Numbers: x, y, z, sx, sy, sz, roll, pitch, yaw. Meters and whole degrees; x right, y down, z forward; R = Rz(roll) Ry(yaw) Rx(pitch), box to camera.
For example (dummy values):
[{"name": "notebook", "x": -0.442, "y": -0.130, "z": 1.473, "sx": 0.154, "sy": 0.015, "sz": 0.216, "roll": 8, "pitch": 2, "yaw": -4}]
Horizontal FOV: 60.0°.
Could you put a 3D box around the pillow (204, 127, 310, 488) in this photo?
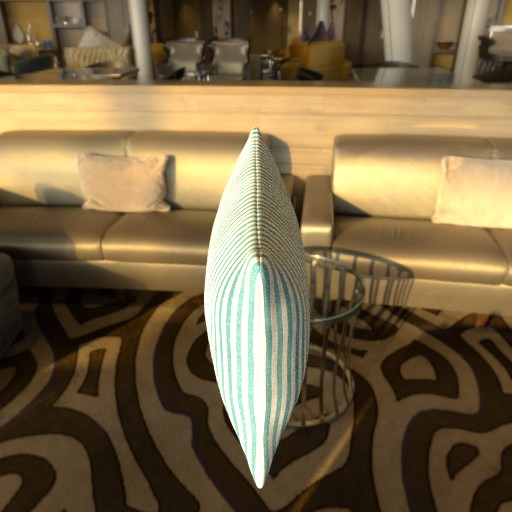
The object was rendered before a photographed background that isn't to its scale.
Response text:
[{"name": "pillow", "x": 0.000, "y": 0.000, "z": 0.713, "sx": 0.151, "sy": 0.295, "sz": 0.617, "roll": 0, "pitch": 27, "yaw": 0}]
